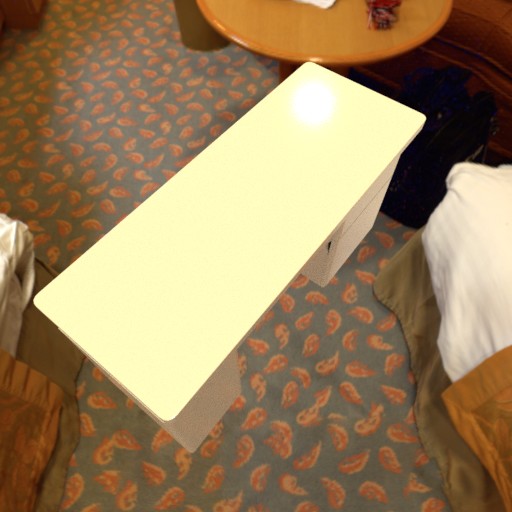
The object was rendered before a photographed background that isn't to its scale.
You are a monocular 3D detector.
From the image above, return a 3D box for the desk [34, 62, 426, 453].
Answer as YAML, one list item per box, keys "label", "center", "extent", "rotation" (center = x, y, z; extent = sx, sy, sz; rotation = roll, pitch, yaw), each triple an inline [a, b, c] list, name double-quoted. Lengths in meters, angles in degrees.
- label: "desk"
  center: [0.000, 0.000, 1.791]
  extent: [0.550, 0.762, 1.400]
  rotation: [34, 64, 19]
